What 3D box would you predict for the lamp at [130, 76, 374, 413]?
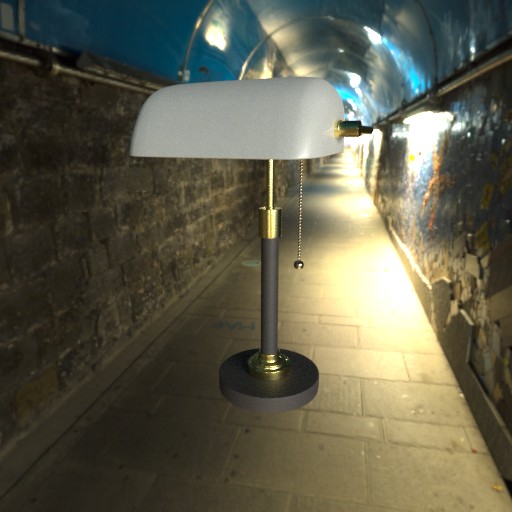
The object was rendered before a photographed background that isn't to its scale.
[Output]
[{"bbox_3d":[0.000,0.000,0.557,0.269,0.404,0.227,7,16,26],"label":"lamp"}]
